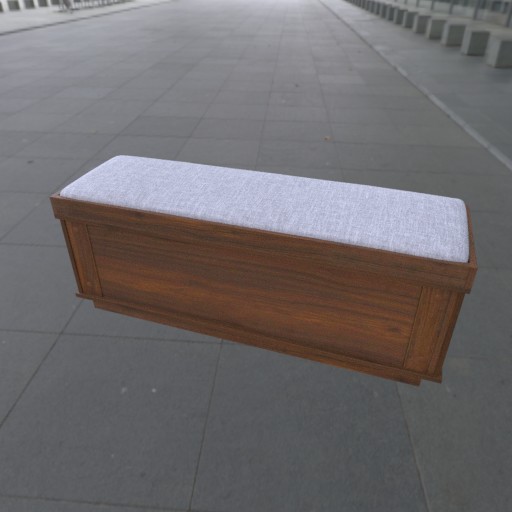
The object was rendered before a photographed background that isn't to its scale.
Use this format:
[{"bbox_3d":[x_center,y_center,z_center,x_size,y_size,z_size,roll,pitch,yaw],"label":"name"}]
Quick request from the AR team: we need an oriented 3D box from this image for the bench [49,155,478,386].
[{"bbox_3d":[0.000,0.000,1.427,1.196,0.468,0.367,10,34,16],"label":"bench"}]
